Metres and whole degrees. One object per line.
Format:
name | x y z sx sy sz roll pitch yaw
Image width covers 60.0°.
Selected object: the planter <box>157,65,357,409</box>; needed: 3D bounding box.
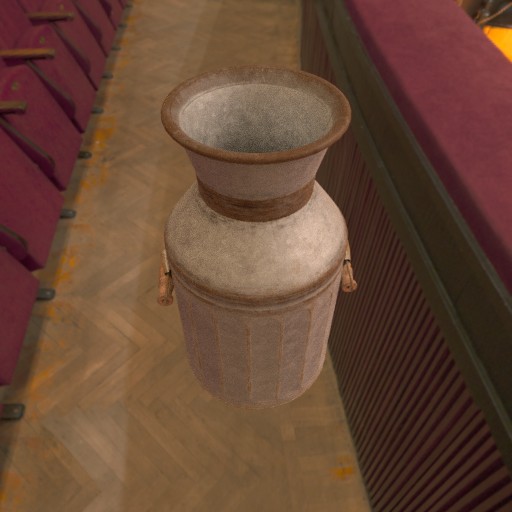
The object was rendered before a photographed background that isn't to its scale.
planter | 0.000 0.000 0.541 0.245 0.396 0.214 -4 47 -4
